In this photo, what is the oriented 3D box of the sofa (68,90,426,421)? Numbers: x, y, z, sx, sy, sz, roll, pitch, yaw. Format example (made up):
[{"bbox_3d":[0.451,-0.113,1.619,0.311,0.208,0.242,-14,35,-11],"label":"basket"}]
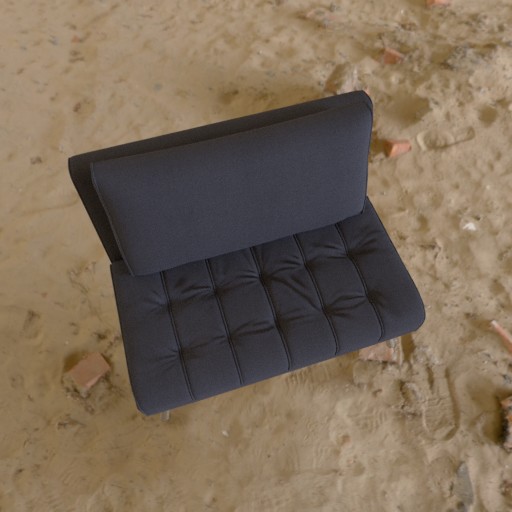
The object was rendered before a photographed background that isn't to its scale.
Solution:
[{"bbox_3d":[0.000,0.000,1.843,1.220,0.910,0.910,-16,63,-8],"label":"sofa"}]
